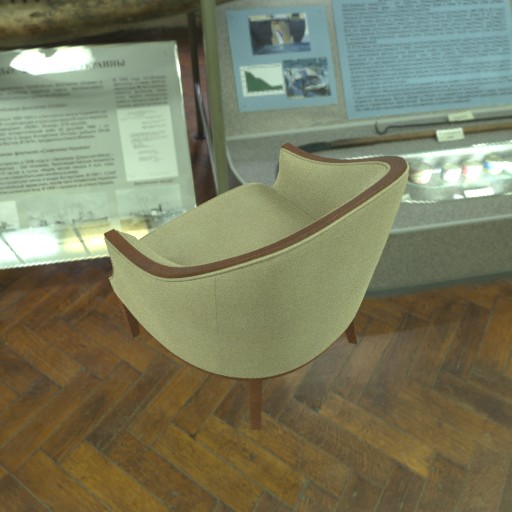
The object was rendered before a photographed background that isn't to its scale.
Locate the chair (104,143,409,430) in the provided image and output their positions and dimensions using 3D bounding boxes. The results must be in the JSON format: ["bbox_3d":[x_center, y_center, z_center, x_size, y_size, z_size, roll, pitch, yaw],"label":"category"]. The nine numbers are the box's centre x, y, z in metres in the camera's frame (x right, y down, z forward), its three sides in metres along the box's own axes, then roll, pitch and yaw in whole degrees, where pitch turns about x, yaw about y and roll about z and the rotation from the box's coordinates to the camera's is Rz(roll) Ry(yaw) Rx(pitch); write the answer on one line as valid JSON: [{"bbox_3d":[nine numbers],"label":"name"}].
[{"bbox_3d":[0.000,0.000,1.485,0.803,0.876,0.735,-32,53,-28],"label":"chair"}]
